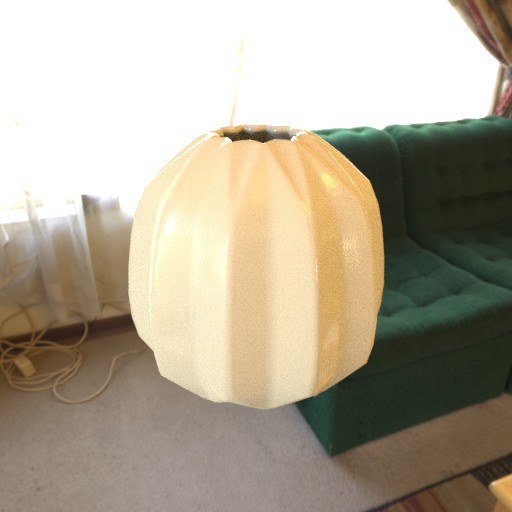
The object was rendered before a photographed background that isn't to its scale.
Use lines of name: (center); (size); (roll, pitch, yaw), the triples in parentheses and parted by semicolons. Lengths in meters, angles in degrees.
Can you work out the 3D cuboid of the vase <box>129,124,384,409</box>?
vase: (0.000, 0.000, 0.244); (0.139, 0.134, 0.139); (0, 26, 0)
